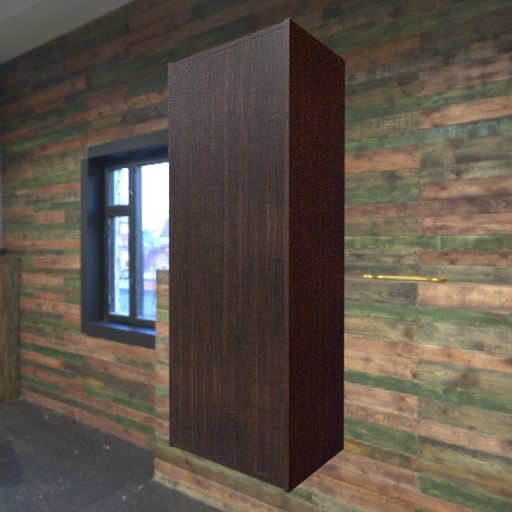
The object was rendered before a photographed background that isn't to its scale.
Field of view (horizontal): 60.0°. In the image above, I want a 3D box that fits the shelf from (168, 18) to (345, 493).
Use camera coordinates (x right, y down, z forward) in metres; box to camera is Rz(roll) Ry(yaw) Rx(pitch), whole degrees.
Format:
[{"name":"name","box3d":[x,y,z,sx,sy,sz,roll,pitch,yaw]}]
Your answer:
[{"name":"shelf","box3d":[0.000,0.000,1.264,0.415,1.099,0.290,1,1,37]}]
